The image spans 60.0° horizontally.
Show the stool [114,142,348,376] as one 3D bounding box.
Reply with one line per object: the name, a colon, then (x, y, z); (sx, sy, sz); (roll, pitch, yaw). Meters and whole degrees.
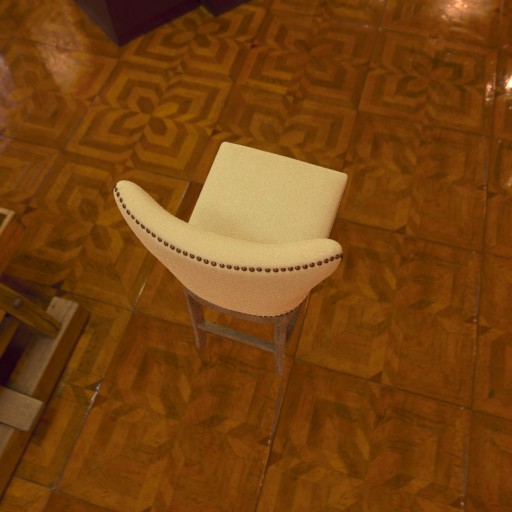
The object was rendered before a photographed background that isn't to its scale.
stool: (0.000, 0.000, 1.455); (0.494, 1.123, 0.606); (17, 64, 8)
